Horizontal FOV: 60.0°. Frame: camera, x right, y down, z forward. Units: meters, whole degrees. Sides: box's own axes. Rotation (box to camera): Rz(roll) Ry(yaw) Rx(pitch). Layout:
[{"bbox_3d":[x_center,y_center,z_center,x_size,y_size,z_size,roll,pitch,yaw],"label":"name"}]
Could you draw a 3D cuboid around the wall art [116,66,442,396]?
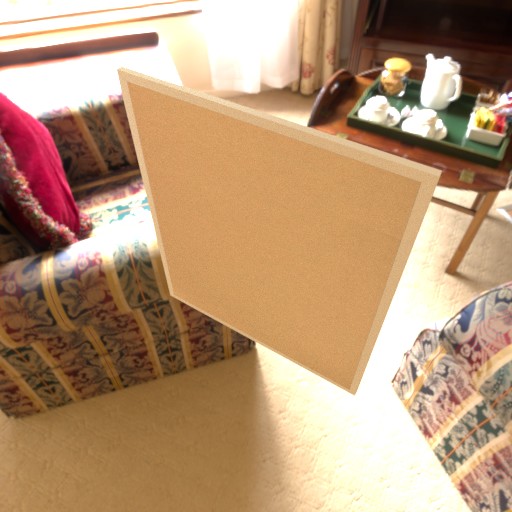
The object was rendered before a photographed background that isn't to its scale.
[{"bbox_3d":[0.000,0.000,0.782,0.482,0.557,0.012,25,53,21],"label":"wall art"}]
